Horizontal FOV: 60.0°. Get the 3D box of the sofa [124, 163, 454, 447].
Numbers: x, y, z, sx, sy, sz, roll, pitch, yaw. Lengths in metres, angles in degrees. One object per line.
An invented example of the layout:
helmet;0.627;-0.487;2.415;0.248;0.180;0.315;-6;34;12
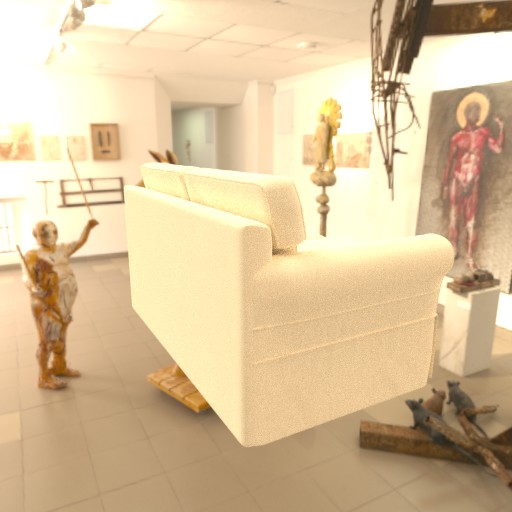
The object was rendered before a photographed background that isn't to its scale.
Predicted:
sofa;0.000;0.000;2.358;0.991;0.940;1.727;-8;16;-28
